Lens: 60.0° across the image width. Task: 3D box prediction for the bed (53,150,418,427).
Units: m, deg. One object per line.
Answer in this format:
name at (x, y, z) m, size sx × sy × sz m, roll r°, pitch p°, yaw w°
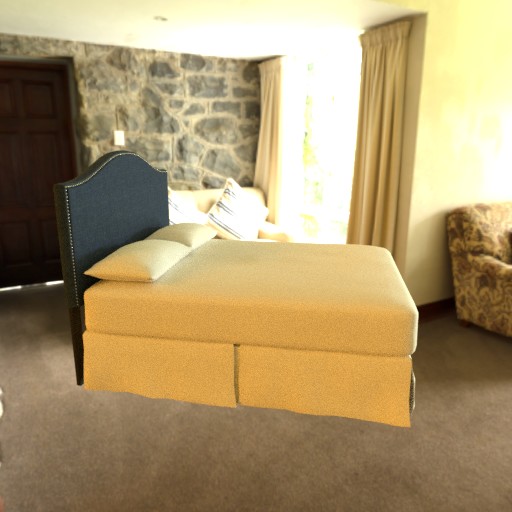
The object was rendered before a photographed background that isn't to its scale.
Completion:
bed at (0.000, 0.000, 3.285) m, size 2.153 × 1.518 × 1.713 m, roll 3°, pitch 14°, yaw 10°
